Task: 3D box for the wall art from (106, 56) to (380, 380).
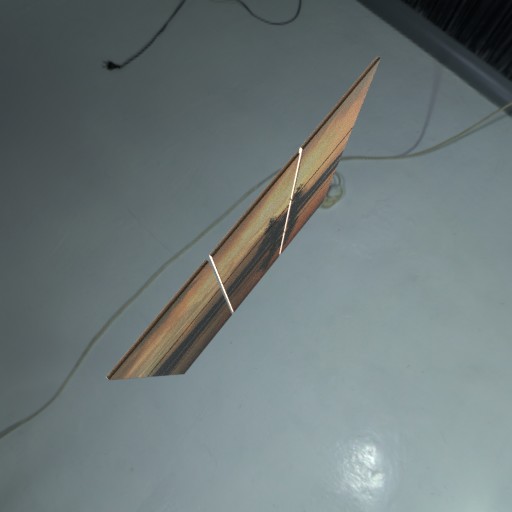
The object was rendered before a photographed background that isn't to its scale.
[{"bbox_3d":[0.000,0.000,1.834,0.013,1.218,1.216,38,79,9],"label":"wall art"}]
